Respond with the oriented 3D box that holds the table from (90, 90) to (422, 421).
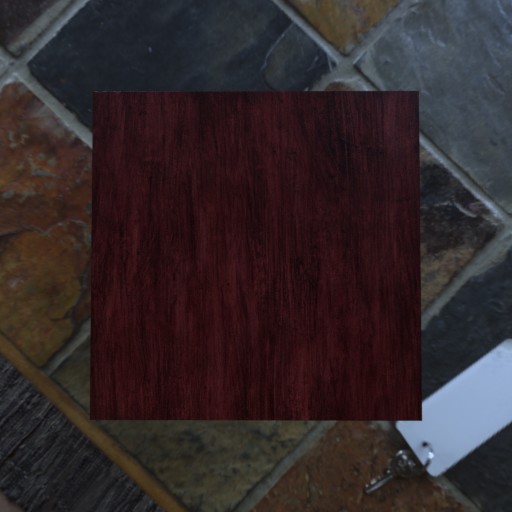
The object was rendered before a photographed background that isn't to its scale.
[{"bbox_3d":[0.000,0.000,1.341,0.865,0.356,0.865,0,89,0],"label":"table"}]
